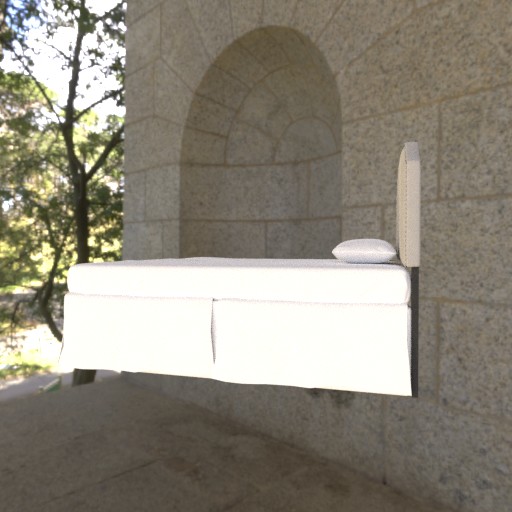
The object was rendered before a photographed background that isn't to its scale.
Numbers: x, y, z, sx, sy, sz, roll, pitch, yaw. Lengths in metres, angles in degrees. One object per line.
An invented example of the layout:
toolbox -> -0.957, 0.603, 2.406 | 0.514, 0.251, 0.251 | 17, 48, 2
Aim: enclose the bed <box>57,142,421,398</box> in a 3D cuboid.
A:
bed -> 0.000, 0.000, 2.997 | 1.999, 1.270, 1.558 | 0, 1, 17
